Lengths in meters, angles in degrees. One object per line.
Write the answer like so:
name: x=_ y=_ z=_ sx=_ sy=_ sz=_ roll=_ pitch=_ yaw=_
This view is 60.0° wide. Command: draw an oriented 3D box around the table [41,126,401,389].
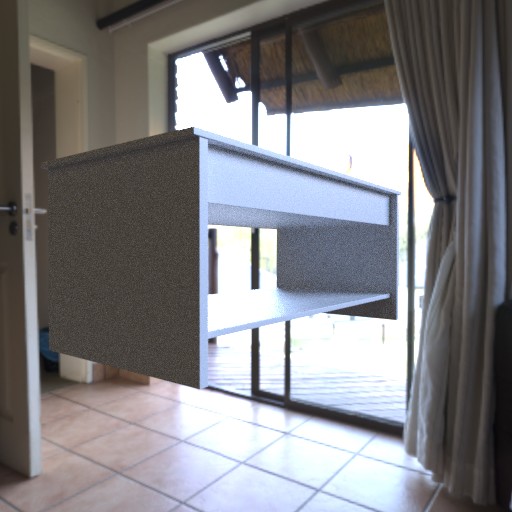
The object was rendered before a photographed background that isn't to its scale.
table: x=0.000 y=0.000 z=1.281 sx=0.500 sy=0.441 sz=1.000 roll=0 pitch=1 yaw=37
